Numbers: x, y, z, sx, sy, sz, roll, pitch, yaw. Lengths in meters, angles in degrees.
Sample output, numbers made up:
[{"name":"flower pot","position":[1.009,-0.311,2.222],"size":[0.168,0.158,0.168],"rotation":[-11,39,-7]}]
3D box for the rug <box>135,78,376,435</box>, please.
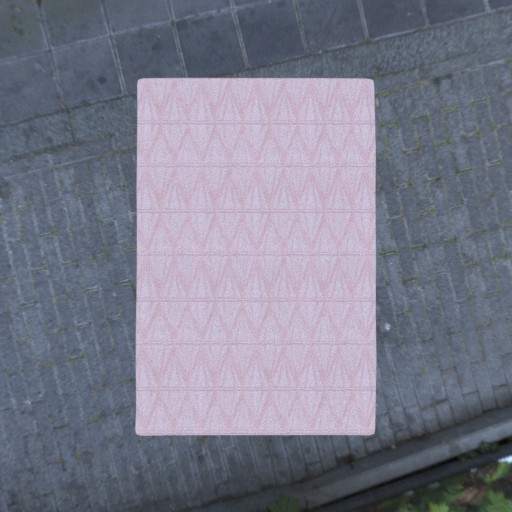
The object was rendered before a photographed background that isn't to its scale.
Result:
[{"name":"rug","position":[0.000,0.000,2.963],"size":[1.609,0.015,2.390],"rotation":[0,89,0]}]
